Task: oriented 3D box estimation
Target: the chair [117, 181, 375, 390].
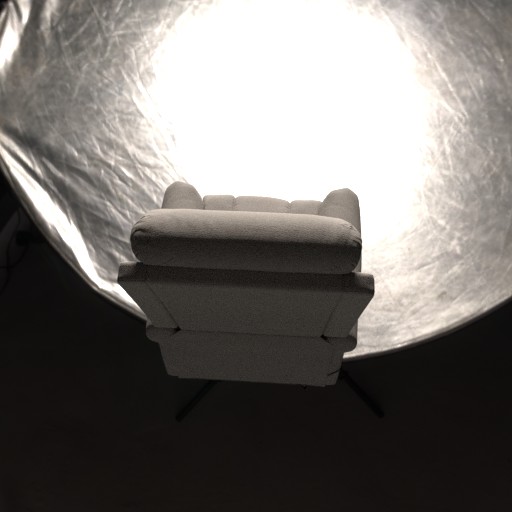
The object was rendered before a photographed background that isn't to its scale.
[{"bbox_3d":[0.000,0.000,1.748,0.871,1.031,0.979,3,45,3],"label":"chair"}]
